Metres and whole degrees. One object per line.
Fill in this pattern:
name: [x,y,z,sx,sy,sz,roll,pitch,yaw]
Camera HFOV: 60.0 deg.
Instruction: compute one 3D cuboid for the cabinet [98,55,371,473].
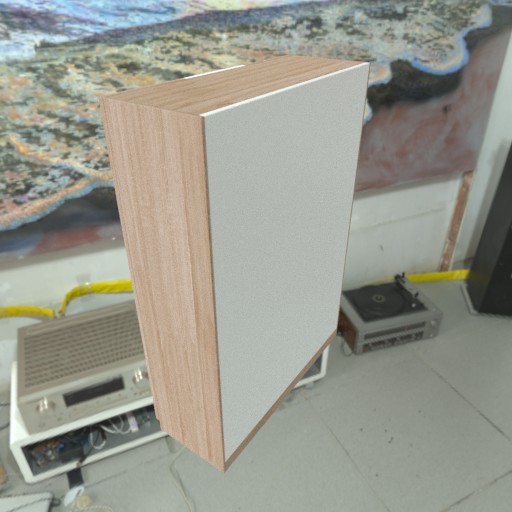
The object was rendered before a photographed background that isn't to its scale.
cabinet: [0.000,0.000,2.781,0.590,2.120,1.500,20,37,29]
